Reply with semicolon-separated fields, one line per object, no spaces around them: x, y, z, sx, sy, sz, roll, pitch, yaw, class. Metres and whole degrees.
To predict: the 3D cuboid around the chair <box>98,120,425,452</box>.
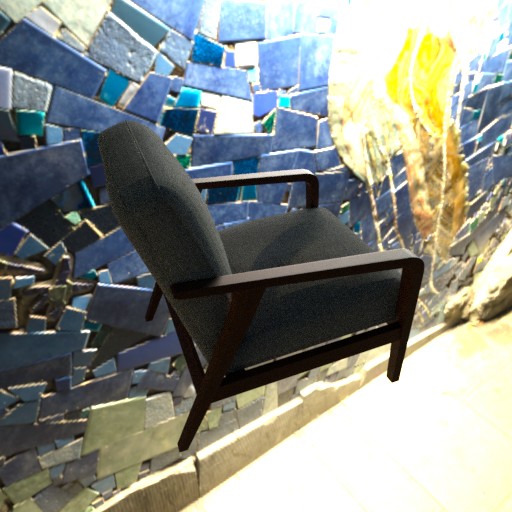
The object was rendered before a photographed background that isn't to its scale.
0.000;0.000;1.482;0.858;0.847;0.704;-12;34;-17;chair
